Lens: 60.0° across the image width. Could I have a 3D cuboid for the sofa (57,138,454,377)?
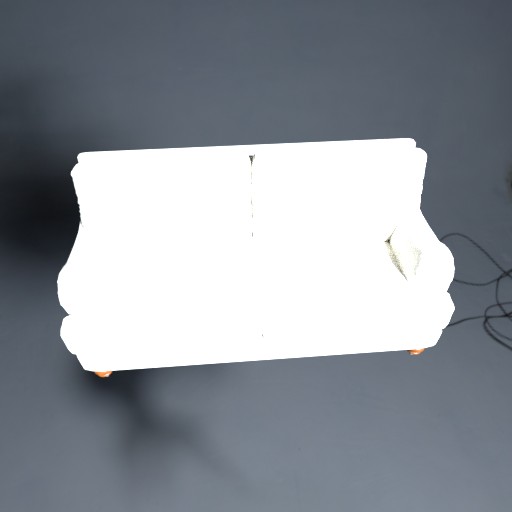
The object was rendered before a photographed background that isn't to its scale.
[{"bbox_3d":[0.000,0.000,2.705,2.159,1.087,1.086,-3,46,-3],"label":"sofa"}]
